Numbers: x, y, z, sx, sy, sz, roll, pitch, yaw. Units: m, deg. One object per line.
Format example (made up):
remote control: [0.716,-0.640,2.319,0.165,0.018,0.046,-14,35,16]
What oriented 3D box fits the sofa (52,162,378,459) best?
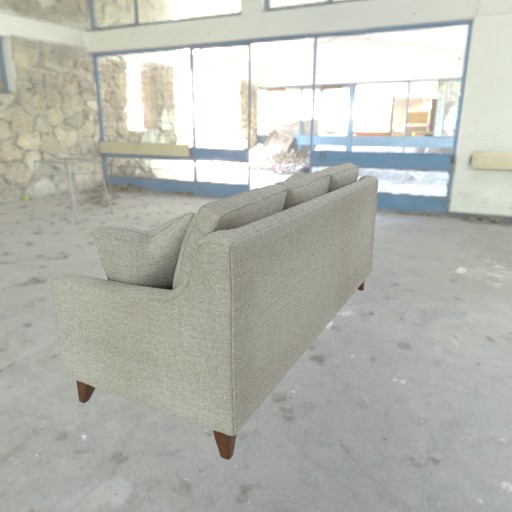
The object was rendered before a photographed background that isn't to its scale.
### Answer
sofa: [0.000,0.000,2.447,0.865,0.914,2.031,8,18,26]
